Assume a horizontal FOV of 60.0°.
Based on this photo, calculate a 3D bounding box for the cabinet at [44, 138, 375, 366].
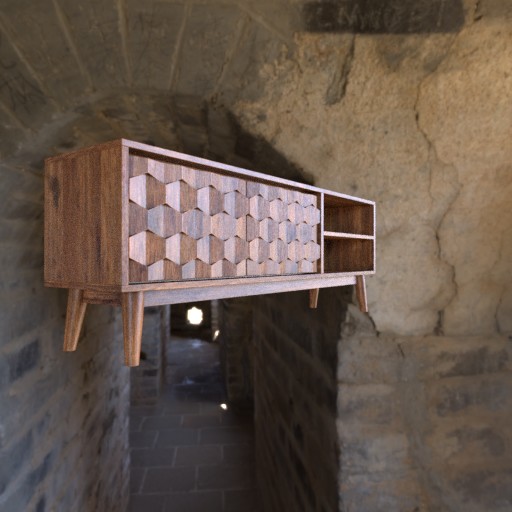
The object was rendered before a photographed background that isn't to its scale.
[{"bbox_3d":[0.000,0.000,1.682,0.349,0.528,1.448,0,0,38],"label":"cabinet"}]
